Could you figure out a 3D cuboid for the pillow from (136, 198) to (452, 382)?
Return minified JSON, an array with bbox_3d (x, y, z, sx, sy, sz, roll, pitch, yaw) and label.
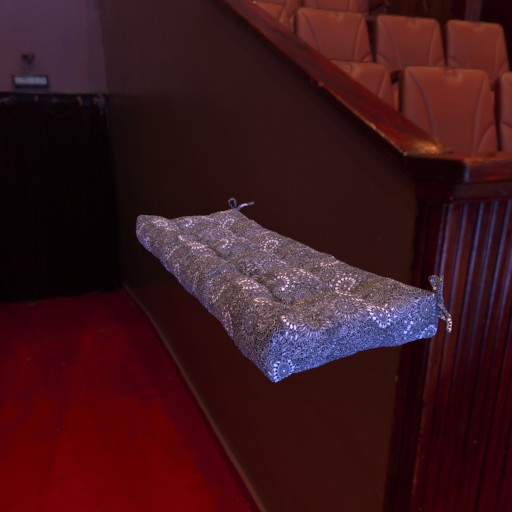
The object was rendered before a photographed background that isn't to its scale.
[{"bbox_3d":[0.000,0.000,1.375,0.511,0.174,1.194,-8,19,-25],"label":"pillow"}]
